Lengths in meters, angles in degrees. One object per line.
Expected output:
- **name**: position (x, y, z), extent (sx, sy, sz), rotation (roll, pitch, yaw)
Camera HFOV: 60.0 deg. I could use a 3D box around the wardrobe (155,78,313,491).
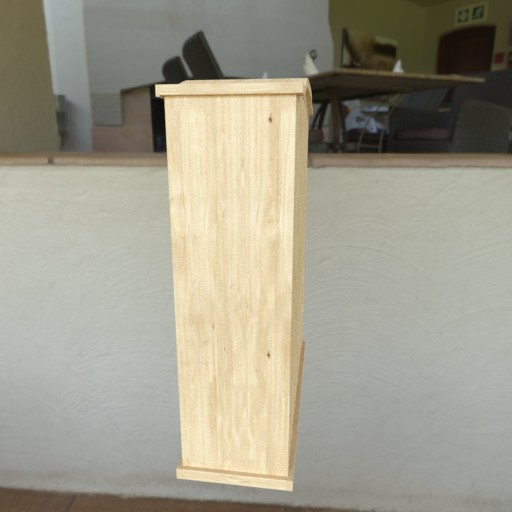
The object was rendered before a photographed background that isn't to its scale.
- **wardrobe**: position (0.000, 0.000, 2.594), extent (0.570, 1.870, 1.500), rotation (2, 15, 8)
